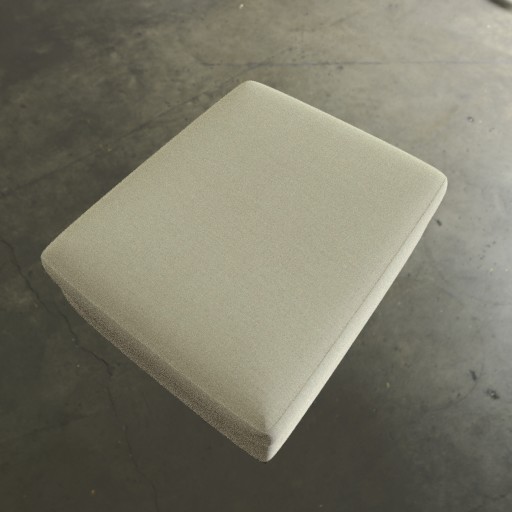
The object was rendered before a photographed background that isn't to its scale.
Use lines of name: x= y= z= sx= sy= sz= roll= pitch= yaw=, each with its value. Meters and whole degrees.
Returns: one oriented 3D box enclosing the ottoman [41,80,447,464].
ottoman: x=0.000 y=0.000 z=1.182 sx=0.657 sy=0.453 sz=0.794 roll=33 pitch=64 yaw=18
